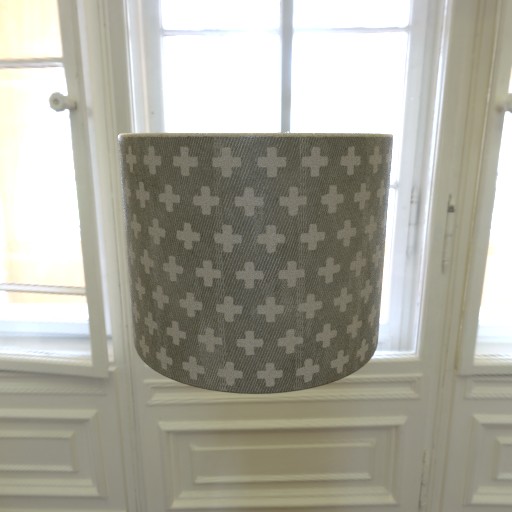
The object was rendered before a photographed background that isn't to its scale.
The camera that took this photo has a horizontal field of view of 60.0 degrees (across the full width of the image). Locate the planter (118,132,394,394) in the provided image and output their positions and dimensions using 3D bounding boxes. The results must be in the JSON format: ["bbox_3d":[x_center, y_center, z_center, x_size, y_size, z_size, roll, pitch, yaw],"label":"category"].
[{"bbox_3d":[0.000,0.000,0.342,0.190,0.181,0.190,0,15,0],"label":"planter"}]
